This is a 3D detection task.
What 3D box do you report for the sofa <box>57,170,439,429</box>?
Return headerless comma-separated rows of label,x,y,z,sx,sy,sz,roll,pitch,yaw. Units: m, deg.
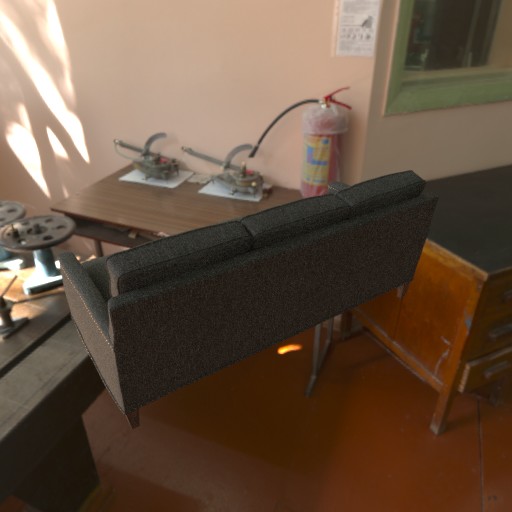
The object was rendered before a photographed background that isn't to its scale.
sofa,0.000,0.000,2.903,2.246,1.003,1.084,-19,35,-29
